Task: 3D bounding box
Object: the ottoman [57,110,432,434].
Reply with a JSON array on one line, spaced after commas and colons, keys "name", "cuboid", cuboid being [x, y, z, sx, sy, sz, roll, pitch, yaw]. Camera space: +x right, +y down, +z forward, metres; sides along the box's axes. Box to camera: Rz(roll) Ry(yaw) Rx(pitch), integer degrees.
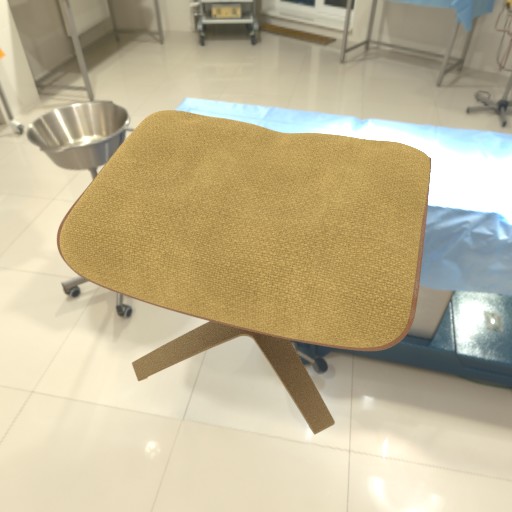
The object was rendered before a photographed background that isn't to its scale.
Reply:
[{"name": "ottoman", "cuboid": [0.000, 0.000, 0.802, 0.520, 0.391, 0.394, 12, 43, 13]}]
